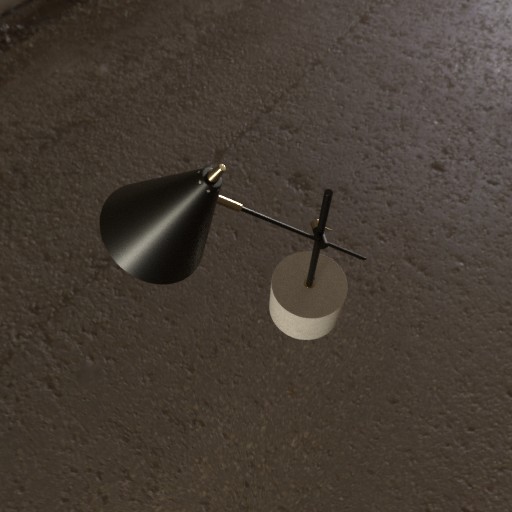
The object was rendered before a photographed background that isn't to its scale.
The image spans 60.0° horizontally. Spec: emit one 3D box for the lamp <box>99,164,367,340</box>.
[{"bbox_3d":[0.000,0.000,0.726,0.403,0.518,0.214,-1,58,-1],"label":"lamp"}]
